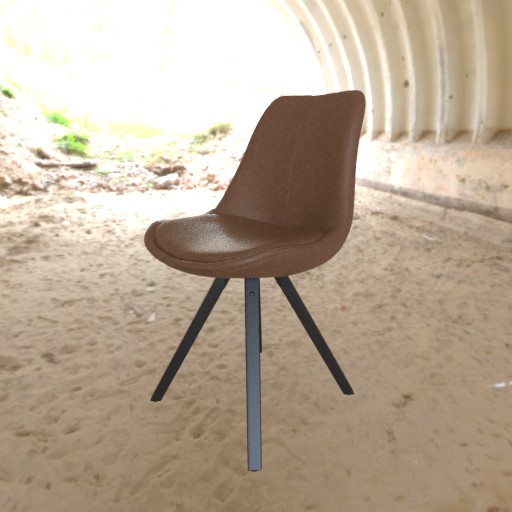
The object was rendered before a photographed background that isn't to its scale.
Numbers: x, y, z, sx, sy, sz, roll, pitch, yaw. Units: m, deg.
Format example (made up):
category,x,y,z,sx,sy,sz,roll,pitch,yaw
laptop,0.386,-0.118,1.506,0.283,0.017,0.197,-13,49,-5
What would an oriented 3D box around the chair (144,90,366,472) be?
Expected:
category,x,y,z,sx,sy,sz,roll,pitch,yaw
chair,0.000,0.000,1.182,0.475,0.850,0.550,14,21,42
